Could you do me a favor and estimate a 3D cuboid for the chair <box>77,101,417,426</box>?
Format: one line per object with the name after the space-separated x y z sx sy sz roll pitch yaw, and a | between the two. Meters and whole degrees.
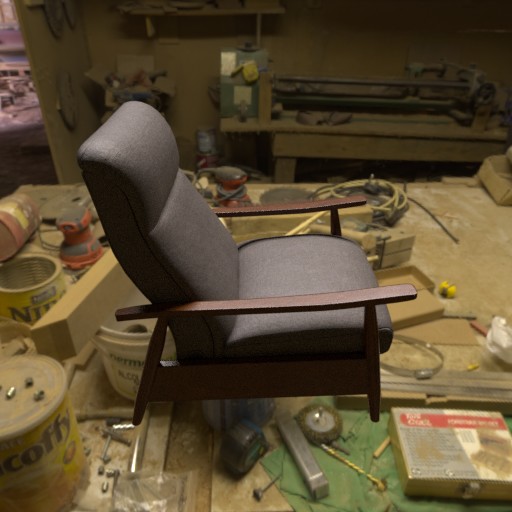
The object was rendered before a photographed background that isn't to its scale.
0.000 0.000 1.751 1.014 1.081 0.762 0 32 -1 | chair
